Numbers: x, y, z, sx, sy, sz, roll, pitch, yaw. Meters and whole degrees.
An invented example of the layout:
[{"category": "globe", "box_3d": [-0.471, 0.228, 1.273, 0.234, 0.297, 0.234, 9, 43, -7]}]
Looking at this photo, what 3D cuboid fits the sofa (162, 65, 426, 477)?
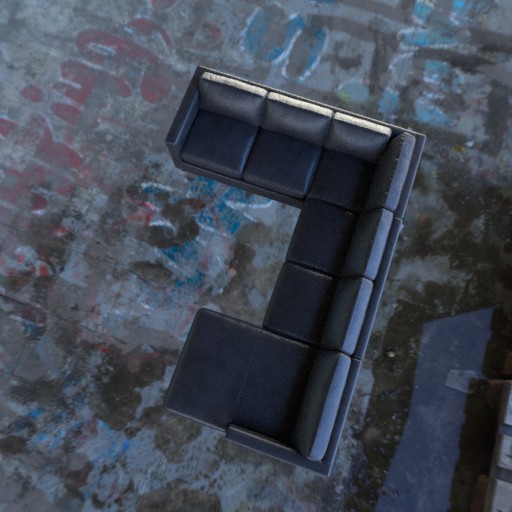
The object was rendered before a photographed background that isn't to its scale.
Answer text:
[{"category": "sofa", "box_3d": [0.000, 0.000, 4.418, 2.452, 0.891, 3.324, 19, 77, 4]}]
